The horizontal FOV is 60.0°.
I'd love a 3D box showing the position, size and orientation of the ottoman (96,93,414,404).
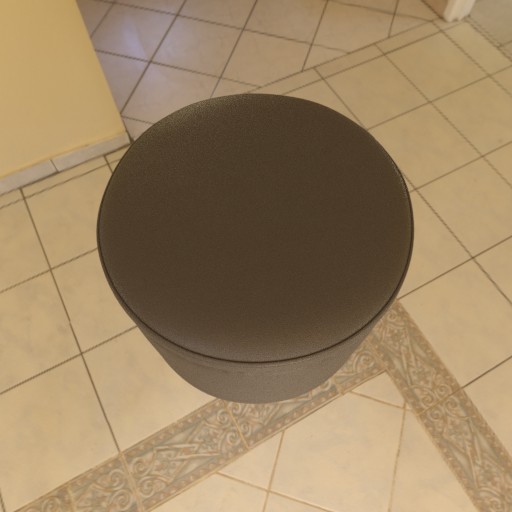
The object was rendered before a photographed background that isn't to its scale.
[{"bbox_3d":[0.000,0.000,0.846,0.500,0.409,0.500,0,64,0],"label":"ottoman"}]
